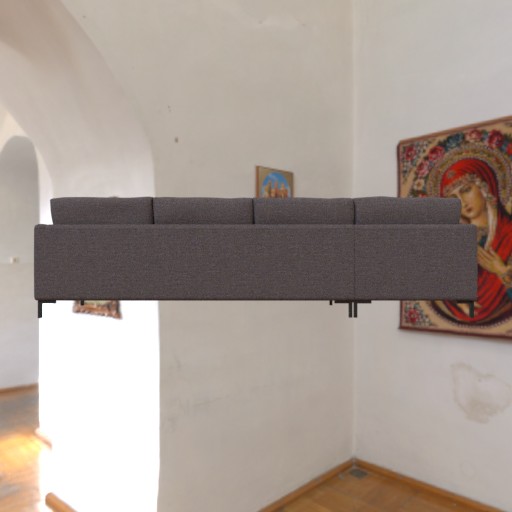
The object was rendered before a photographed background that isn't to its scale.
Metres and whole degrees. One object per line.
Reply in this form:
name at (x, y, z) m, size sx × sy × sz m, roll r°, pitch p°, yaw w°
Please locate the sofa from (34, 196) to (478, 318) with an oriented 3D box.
sofa at (0.000, 0.000, 3.284) m, size 2.731 × 0.754 × 1.258 m, roll 0°, pitch 0°, yaw 0°
